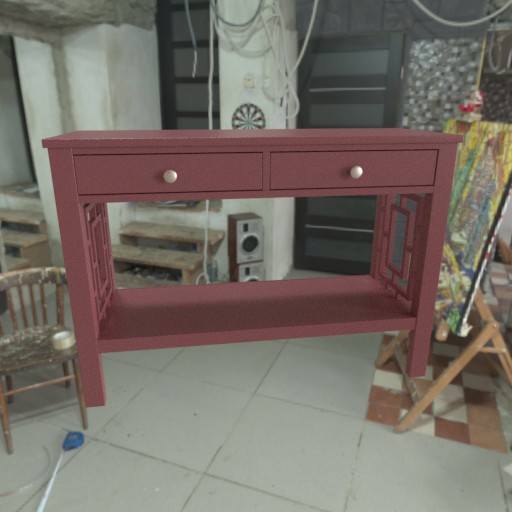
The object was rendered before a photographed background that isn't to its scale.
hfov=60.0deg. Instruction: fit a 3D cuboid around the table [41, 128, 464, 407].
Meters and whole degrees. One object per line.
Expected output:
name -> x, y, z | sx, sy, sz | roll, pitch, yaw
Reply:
table -> 0.000, 0.000, 1.403 | 1.068, 0.753, 0.397 | -3, 19, -8
